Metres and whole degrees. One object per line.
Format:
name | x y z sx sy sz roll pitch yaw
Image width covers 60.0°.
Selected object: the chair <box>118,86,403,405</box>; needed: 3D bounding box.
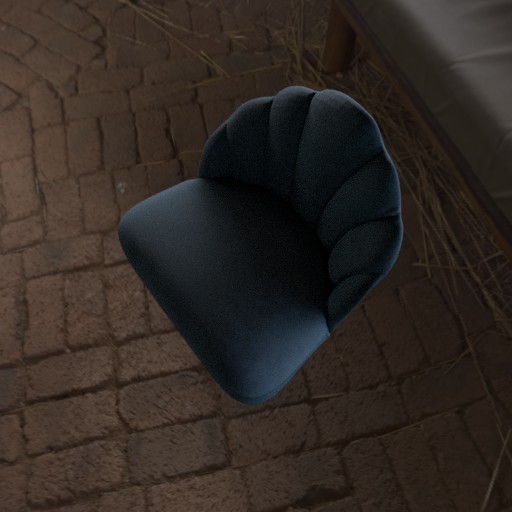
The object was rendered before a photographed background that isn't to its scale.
chair | 0.000 0.000 1.278 0.599 0.819 0.657 -35 69 -16
